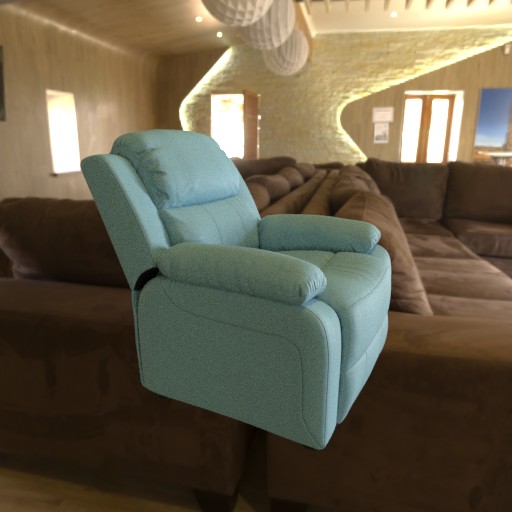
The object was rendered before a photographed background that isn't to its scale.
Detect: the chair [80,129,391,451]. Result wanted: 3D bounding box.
[{"bbox_3d":[0.000,0.000,1.265,0.709,0.702,0.680,7,16,26],"label":"chair"}]
